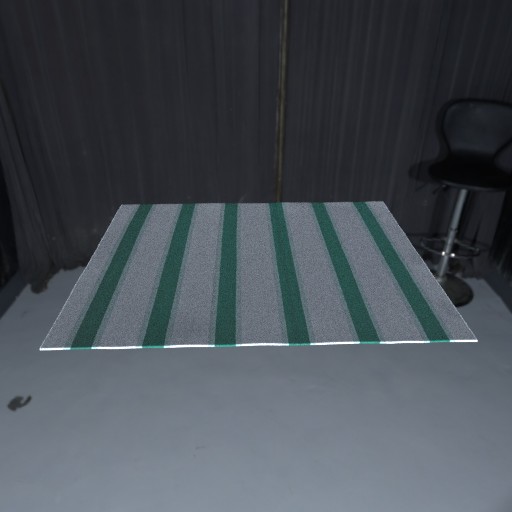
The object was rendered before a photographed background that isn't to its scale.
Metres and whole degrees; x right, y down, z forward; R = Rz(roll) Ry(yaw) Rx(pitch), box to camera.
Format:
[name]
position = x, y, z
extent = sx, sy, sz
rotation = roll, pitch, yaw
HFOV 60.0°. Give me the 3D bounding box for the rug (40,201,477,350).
[rug]
position = 0.000, 0.000, 4.113
extent = 3.041, 0.019, 2.434
rotation = -1, 31, -1
